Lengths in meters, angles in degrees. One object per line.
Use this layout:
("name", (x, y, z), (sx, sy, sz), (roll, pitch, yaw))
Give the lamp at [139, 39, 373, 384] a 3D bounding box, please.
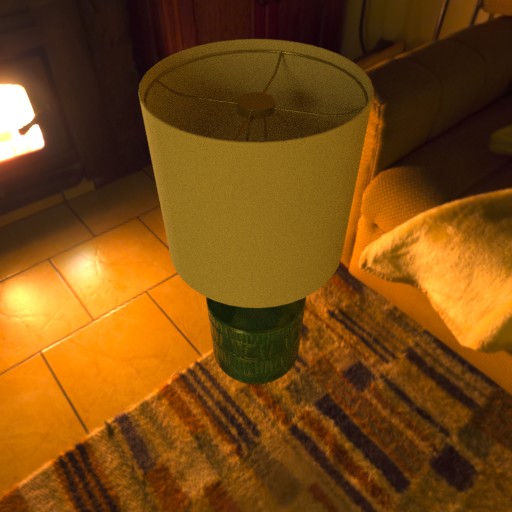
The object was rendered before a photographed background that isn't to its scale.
("lamp", (0.000, 0.000, 0.567), (0.211, 0.455, 0.211), (22, 50, 20))
